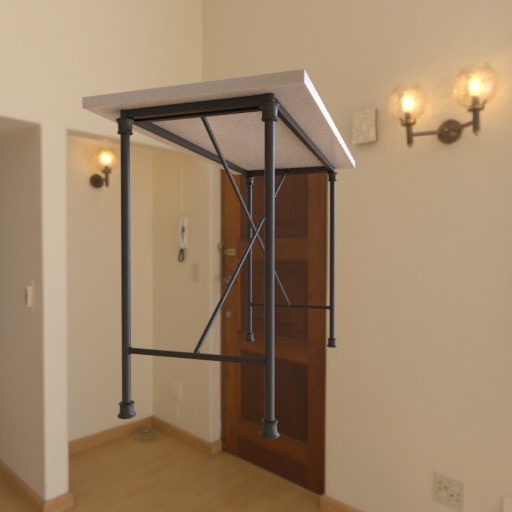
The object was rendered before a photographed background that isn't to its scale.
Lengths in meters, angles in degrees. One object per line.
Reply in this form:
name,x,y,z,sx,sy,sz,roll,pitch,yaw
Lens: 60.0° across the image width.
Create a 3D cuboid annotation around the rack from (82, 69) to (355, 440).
rack,0.000,0.000,1.664,0.613,0.880,1.159,0,1,18
